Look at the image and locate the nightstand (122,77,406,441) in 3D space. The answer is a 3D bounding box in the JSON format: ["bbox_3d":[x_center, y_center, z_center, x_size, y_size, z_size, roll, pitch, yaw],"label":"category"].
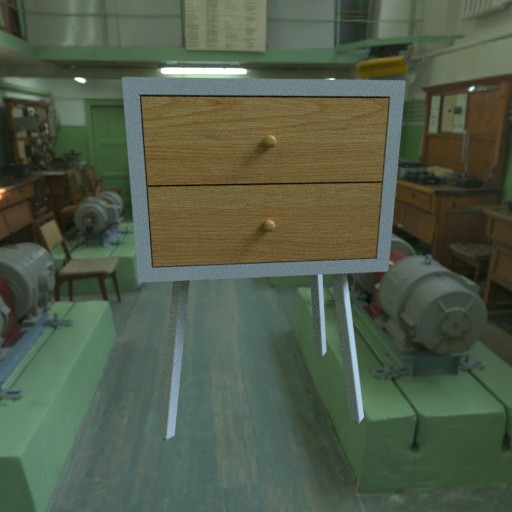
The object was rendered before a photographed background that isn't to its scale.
[{"bbox_3d":[0.000,0.000,0.839,0.400,0.601,0.316,-2,17,-7],"label":"nightstand"}]
